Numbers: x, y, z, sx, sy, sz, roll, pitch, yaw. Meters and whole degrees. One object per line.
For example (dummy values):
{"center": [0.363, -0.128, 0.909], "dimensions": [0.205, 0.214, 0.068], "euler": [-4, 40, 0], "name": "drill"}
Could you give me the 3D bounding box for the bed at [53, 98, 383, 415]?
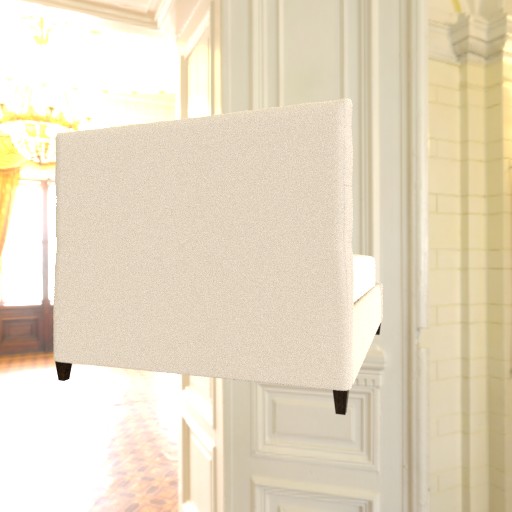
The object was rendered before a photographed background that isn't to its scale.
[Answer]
{"center": [0.000, 0.000, 3.290], "dimensions": [1.696, 1.426, 2.233], "euler": [0, 0, 20], "name": "bed"}
